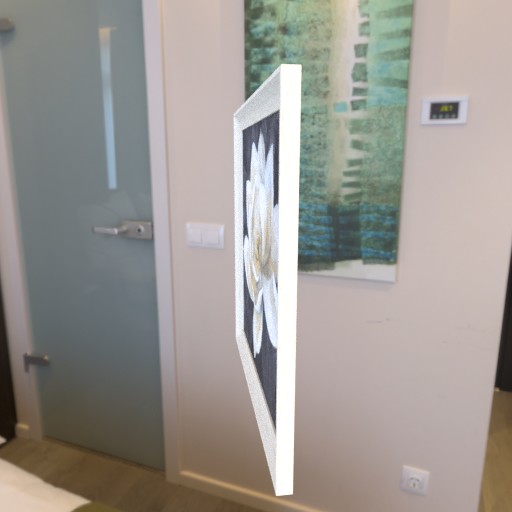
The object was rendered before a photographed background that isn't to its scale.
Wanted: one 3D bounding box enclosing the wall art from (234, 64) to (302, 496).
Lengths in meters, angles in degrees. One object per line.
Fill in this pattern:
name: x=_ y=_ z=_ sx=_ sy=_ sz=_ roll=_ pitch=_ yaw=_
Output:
wall art: x=0.000 y=0.000 z=1.501 sx=0.045 sy=1.016 sz=1.016 roll=-2 pitch=12 yaw=-8
